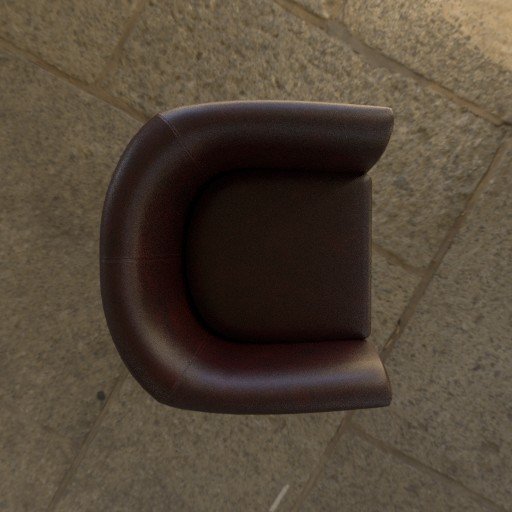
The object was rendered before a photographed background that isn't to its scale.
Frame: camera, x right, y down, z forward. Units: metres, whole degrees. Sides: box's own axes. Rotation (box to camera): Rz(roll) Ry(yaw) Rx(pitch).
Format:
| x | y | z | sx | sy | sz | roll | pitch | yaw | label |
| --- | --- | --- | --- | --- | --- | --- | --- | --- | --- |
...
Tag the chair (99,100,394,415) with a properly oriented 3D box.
| x | y | z | sx | sy | sz | roll | pitch | yaw | label |
| --- | --- | --- | --- | --- | --- | --- | --- | --- | --- |
| 0.000 | 0.000 | 1.383 | 0.727 | 0.756 | 0.792 | 0 | 91 | 1 | chair |
